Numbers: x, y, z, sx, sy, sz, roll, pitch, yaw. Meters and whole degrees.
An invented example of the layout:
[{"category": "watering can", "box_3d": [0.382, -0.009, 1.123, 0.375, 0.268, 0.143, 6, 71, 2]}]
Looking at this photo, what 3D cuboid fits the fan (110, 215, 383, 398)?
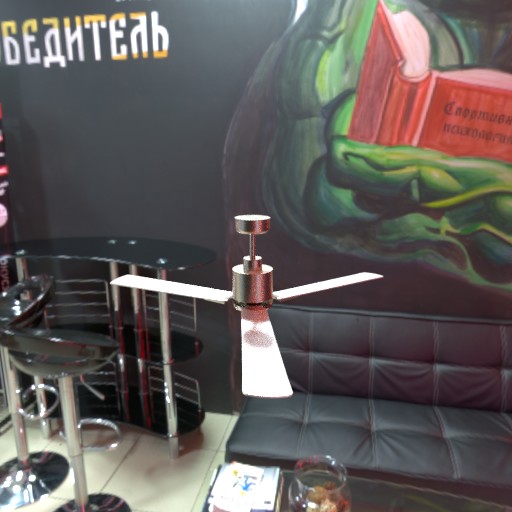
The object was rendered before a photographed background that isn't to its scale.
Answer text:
[{"category": "fan", "box_3d": [0.000, 0.000, 2.316, 1.561, 0.446, 1.531, 12, 18, 42]}]
